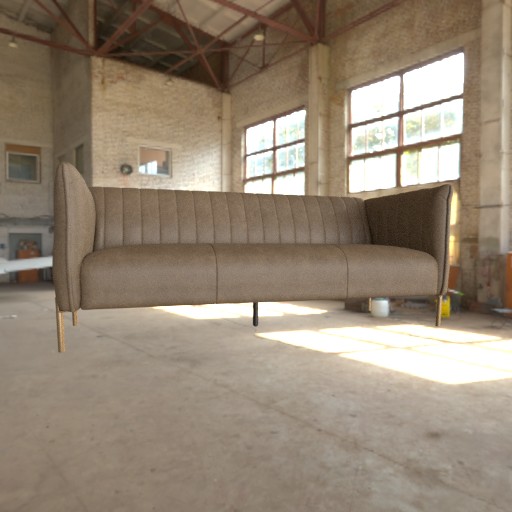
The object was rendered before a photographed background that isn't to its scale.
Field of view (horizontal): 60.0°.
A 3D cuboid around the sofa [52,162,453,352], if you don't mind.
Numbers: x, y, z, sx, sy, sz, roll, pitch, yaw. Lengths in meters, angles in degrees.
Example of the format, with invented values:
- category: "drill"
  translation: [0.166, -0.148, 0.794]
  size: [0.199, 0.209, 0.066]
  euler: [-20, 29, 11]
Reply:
- category: "sofa"
  translation: [0.000, 0.000, 2.432]
  size: [1.980, 0.779, 0.876]
  euler: [0, 1, -19]
